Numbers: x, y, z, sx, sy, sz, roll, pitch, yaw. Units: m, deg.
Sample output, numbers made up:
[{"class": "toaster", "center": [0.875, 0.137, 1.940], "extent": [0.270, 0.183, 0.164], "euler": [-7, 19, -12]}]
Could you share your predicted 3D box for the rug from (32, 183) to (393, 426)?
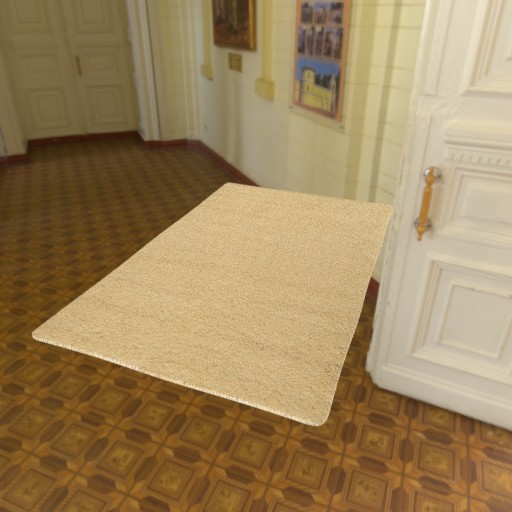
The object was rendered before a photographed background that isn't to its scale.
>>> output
[{"class": "rug", "center": [0.000, 0.000, 2.917], "extent": [1.500, 0.026, 2.349], "euler": [11, 31, 19]}]
